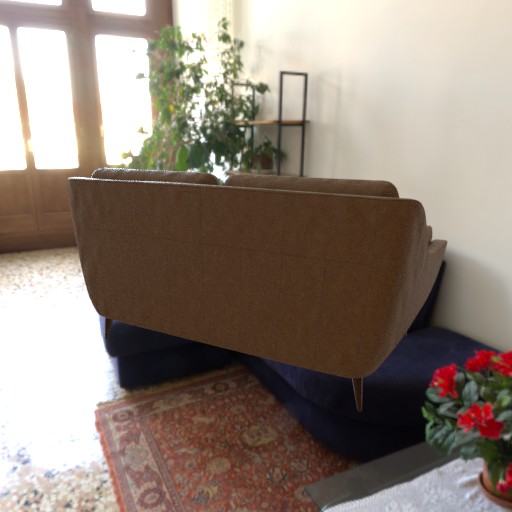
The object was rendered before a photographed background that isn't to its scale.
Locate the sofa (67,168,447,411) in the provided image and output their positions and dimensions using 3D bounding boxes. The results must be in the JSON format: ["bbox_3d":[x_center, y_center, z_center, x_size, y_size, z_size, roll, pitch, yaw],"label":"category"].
[{"bbox_3d":[0.000,0.000,2.278,1.731,0.886,0.981,8,17,27],"label":"sofa"}]
